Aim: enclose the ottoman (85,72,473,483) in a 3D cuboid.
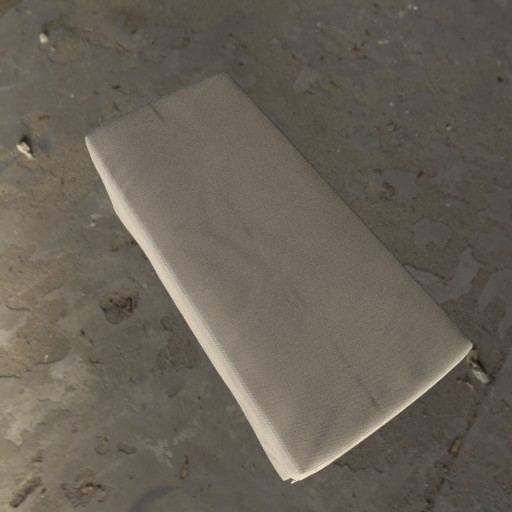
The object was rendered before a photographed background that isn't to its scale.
[{"bbox_3d":[0.000,0.000,1.610,0.665,0.457,1.388,-31,67,-15],"label":"ottoman"}]
